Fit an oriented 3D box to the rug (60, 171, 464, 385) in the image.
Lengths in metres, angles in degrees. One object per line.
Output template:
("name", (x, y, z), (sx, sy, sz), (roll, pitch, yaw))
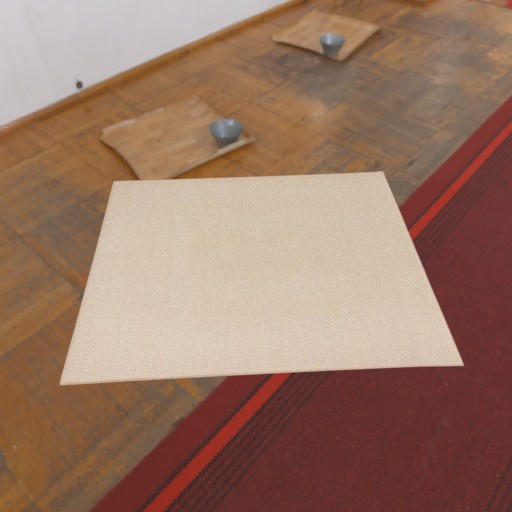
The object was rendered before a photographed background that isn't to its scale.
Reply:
("rug", (0.000, 0.000, 4.149), (3.039, 0.018, 2.462), (-2, 47, -2))
